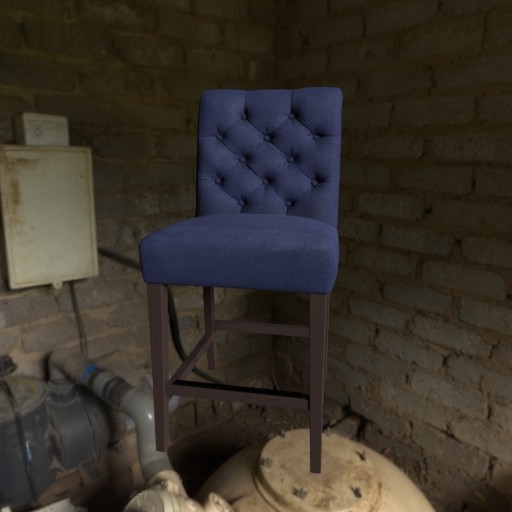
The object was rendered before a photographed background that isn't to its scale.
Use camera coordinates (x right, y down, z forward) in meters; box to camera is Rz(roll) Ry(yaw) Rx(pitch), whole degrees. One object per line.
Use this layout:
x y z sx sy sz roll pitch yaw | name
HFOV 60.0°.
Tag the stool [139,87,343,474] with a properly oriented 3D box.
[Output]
0.000 0.000 1.341 0.493 1.010 0.601 3 14 11 | stool
